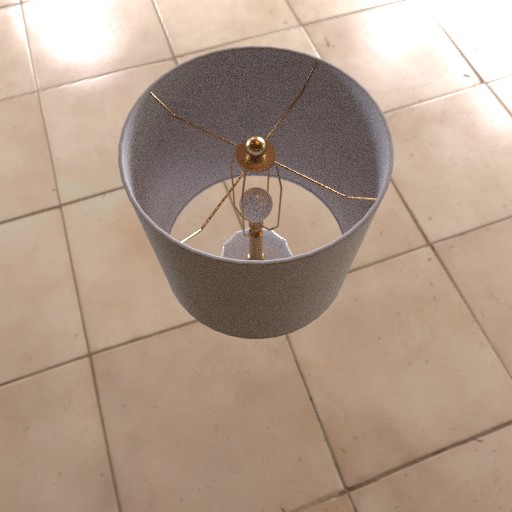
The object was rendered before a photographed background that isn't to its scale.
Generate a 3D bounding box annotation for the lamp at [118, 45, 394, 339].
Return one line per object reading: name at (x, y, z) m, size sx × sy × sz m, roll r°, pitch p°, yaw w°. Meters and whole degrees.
lamp at (0.000, 0.000, 0.689) m, size 0.277 × 0.537 × 0.277 m, roll -19°, pitch 66°, yaw -9°
